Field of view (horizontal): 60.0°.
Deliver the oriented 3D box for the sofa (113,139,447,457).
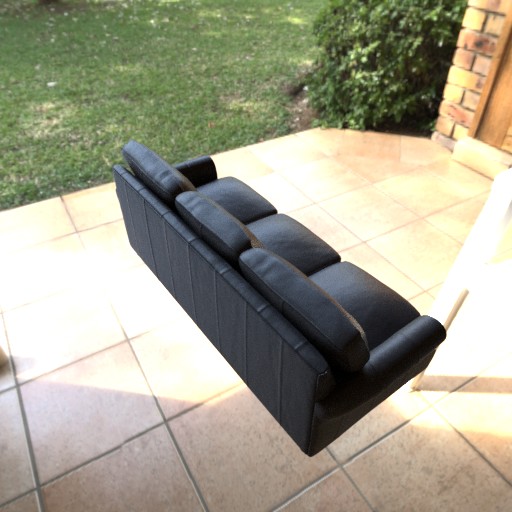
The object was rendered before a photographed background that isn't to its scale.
[{"bbox_3d":[0.000,0.000,2.895,0.974,0.977,2.387,-26,47,-27],"label":"sofa"}]
